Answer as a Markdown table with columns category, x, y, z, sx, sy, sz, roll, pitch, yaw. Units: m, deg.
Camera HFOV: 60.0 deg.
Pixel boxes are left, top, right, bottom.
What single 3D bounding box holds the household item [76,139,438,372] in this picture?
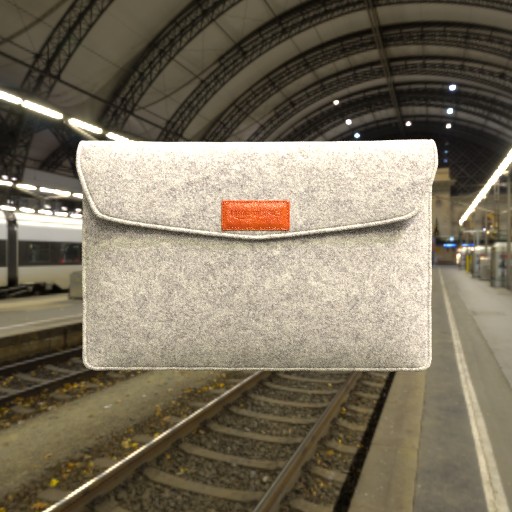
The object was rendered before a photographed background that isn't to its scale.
| category | x | y | z | sx | sy | sz | roll | pitch | yaw |
| --- | --- | --- | --- | --- | --- | --- | --- | --- | --- |
| household item | 0.000 | 0.000 | 0.425 | 0.335 | 0.221 | 0.057 | 0 | 0 | 1 |
